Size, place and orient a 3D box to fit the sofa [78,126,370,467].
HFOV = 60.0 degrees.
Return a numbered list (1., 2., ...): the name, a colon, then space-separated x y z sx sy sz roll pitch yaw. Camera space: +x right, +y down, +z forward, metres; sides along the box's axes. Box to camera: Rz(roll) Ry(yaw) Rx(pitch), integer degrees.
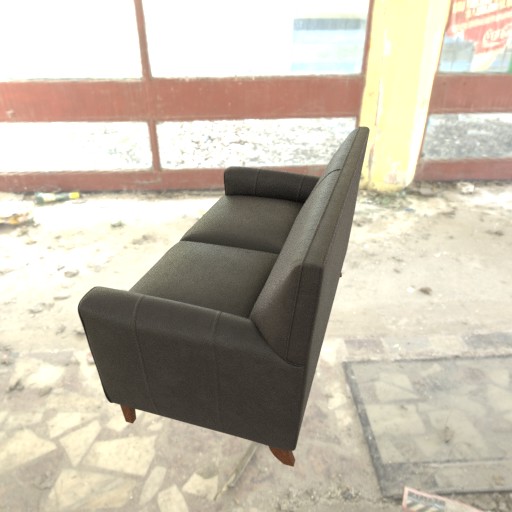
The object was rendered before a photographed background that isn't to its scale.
1. sofa: 0.000 0.000 1.983 0.787 0.871 1.473 8 31 15
